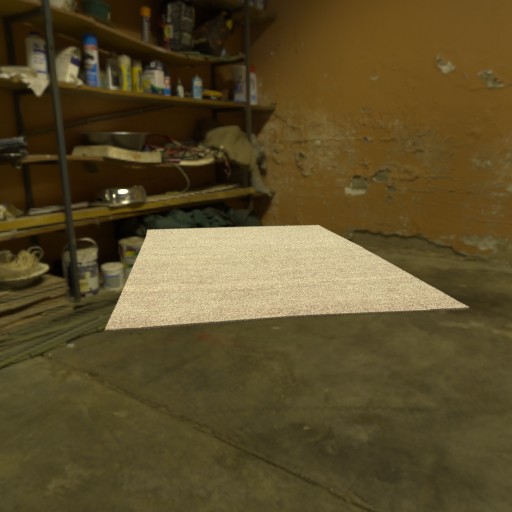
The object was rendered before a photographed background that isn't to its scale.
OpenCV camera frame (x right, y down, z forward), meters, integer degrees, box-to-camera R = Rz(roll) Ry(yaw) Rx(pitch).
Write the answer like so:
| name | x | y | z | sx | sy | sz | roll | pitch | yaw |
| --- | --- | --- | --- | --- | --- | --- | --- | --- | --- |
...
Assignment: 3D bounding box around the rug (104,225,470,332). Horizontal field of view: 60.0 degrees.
| name | x | y | z | sx | sy | sz | roll | pitch | yaw |
| --- | --- | --- | --- | --- | --- | --- | --- | --- | --- |
| rug | 0.000 | 0.000 | 3.012 | 1.609 | 0.030 | 2.342 | -2 | 14 | -9 |
